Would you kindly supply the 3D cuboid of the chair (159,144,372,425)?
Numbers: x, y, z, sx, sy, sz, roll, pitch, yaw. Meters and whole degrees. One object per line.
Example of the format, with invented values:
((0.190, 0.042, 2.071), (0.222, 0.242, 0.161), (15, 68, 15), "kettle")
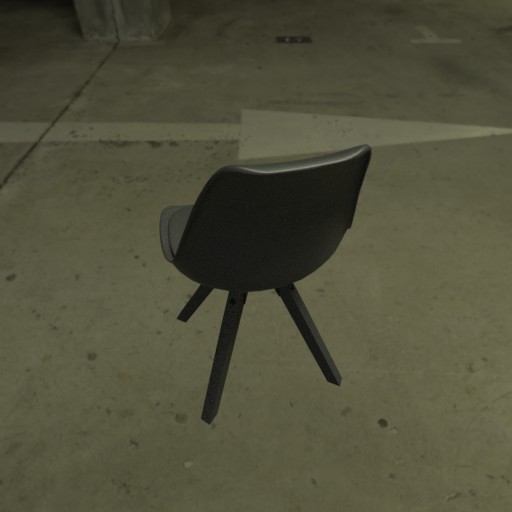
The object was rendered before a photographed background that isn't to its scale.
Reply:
((0.000, 0.000, 1.201), (0.485, 0.850, 0.550), (-12, 42, -14), "chair")
